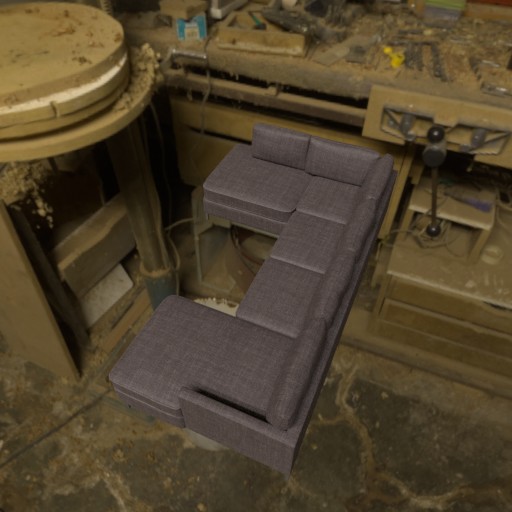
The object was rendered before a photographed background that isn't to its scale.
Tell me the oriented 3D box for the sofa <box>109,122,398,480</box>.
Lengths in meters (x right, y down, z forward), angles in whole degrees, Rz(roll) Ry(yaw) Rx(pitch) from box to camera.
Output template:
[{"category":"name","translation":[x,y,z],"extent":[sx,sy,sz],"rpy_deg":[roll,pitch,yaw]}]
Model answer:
[{"category":"sofa","translation":[0.000,0.000,4.420],"extent":[2.048,0.999,3.423],"rpy_deg":[18,50,16]}]
